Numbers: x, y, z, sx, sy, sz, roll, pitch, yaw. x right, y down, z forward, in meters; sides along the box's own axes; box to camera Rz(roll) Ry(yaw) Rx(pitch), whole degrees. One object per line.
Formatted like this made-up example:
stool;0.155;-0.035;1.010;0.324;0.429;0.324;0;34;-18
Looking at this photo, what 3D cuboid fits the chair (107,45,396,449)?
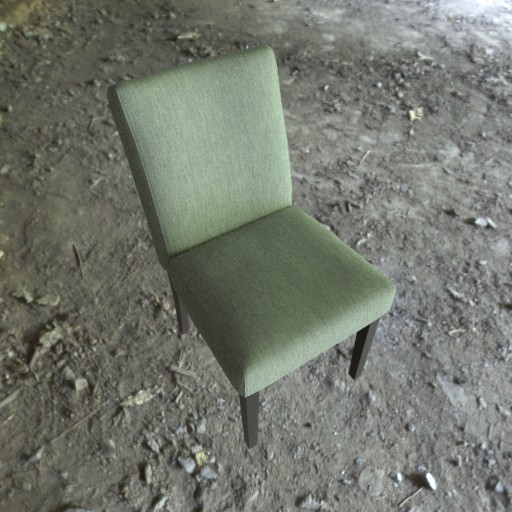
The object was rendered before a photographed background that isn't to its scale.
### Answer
chair;0.000;0.000;1.239;0.487;0.884;0.629;-25;52;-22
